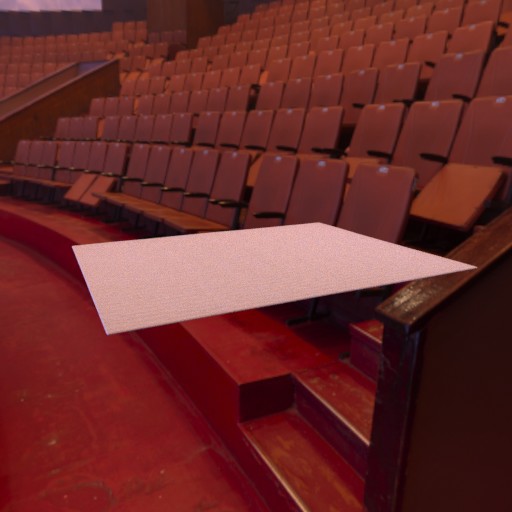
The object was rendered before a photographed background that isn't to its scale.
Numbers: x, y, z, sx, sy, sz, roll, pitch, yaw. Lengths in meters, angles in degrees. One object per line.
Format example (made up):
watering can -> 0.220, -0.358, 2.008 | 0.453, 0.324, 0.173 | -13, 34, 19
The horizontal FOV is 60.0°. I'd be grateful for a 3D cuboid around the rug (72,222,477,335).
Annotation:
rug -> 0.000, 0.000, 4.191 | 3.055, 0.021, 2.410 | -7, 16, -25
